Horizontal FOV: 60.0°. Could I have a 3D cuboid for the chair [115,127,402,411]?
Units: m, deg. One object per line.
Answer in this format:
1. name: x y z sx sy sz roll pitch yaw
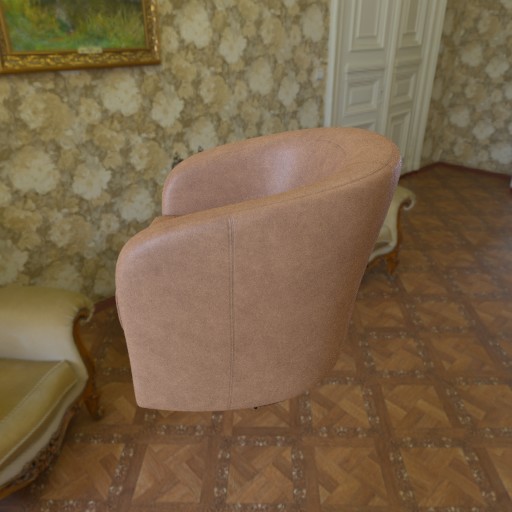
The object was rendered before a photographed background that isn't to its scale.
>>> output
1. chair: 0.000 0.000 1.463 0.815 0.771 0.791 0 27 0
